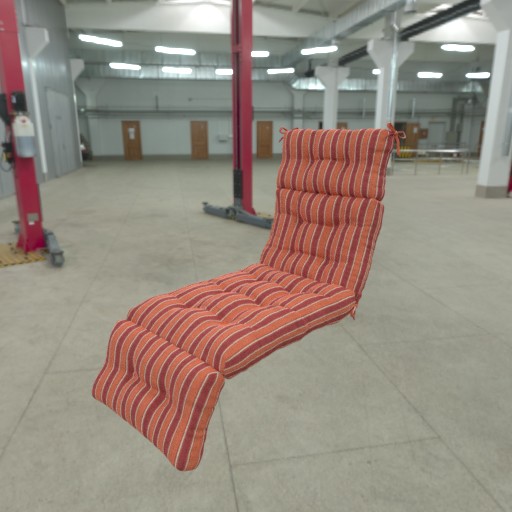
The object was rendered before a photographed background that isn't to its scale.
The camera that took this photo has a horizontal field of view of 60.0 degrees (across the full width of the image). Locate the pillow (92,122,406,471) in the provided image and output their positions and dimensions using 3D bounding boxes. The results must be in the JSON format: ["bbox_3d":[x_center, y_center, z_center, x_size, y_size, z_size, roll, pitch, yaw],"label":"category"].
[{"bbox_3d":[0.000,0.000,1.479,0.526,0.863,1.016,15,21,42],"label":"pillow"}]
